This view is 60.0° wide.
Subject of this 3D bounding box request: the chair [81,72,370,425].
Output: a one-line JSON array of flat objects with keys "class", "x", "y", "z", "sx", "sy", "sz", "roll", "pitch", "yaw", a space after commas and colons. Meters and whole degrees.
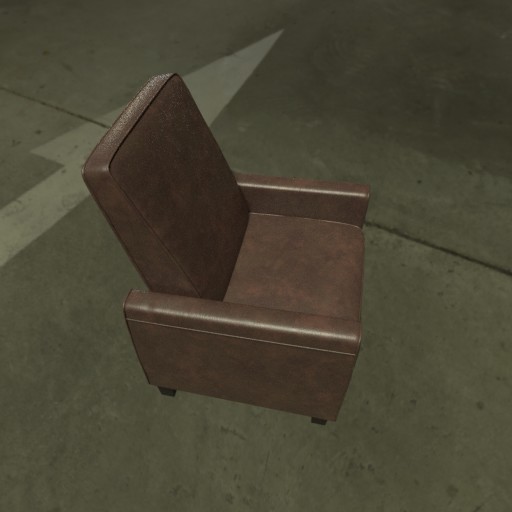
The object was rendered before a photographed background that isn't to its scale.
[{"class": "chair", "x": 0.000, "y": 0.000, "z": 1.506, "sx": 0.746, "sy": 1.013, "sz": 0.705, "roll": 9, "pitch": 48, "yaw": 8}]
